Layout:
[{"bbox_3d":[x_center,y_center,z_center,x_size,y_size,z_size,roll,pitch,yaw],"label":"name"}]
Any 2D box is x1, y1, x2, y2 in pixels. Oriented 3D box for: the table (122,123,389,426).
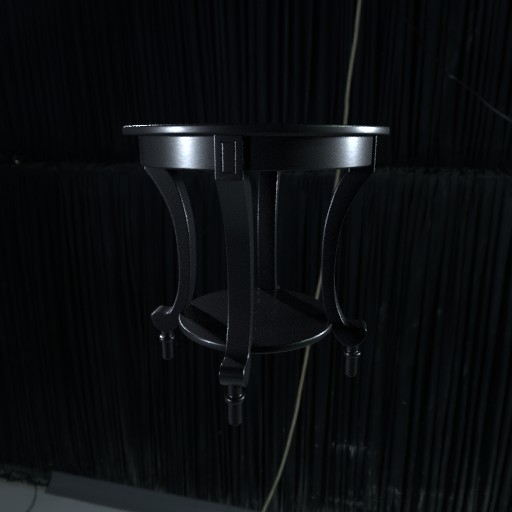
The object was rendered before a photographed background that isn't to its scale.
[{"bbox_3d":[0.000,0.000,1.110,0.597,0.618,0.597,0,15,0],"label":"table"}]
